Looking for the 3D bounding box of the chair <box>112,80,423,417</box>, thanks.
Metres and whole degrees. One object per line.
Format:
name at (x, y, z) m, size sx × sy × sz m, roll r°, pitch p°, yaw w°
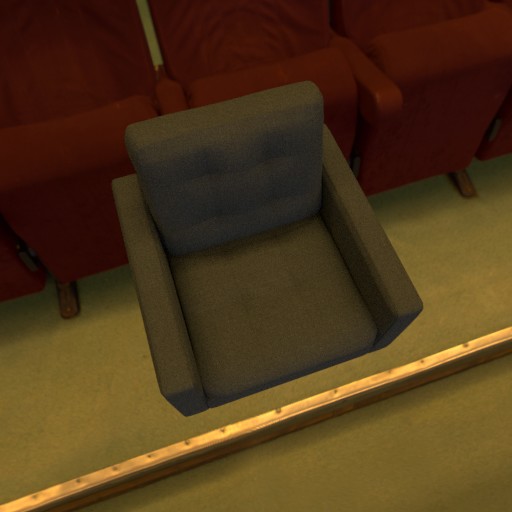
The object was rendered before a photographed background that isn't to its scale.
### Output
chair at (0.000, 0.000, 1.554) m, size 0.821 × 0.880 × 0.843 m, roll -17°, pitch 65°, yaw -8°
